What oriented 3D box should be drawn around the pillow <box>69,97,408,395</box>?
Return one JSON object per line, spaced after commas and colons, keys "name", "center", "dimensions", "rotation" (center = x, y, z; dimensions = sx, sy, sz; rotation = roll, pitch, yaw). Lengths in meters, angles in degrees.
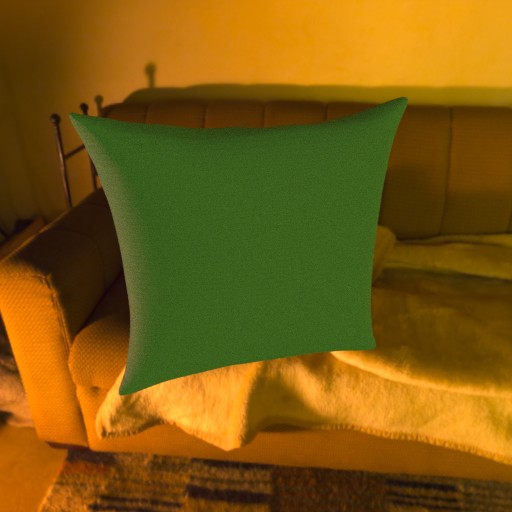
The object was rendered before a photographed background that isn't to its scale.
{"name": "pillow", "center": [0.000, 0.000, 0.754], "dimensions": [0.514, 0.497, 0.150], "rotation": [-7, 27, -14]}
